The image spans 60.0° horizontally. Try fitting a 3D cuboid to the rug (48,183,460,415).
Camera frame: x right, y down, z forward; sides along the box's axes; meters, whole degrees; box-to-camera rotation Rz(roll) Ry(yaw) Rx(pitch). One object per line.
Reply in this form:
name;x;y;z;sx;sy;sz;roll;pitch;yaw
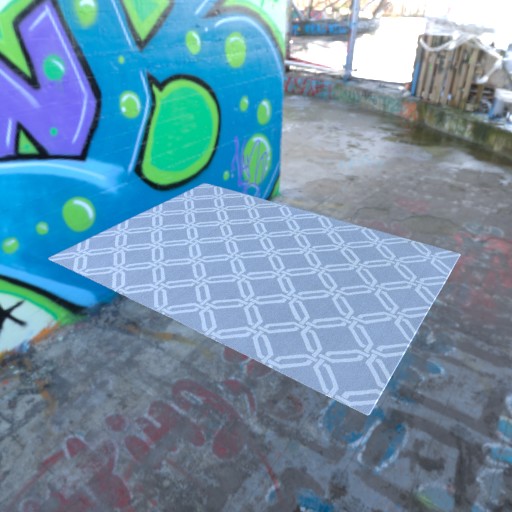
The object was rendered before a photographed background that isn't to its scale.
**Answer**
rug;0.000;0.000;2.810;2.133;0.013;1.522;19;36;29
